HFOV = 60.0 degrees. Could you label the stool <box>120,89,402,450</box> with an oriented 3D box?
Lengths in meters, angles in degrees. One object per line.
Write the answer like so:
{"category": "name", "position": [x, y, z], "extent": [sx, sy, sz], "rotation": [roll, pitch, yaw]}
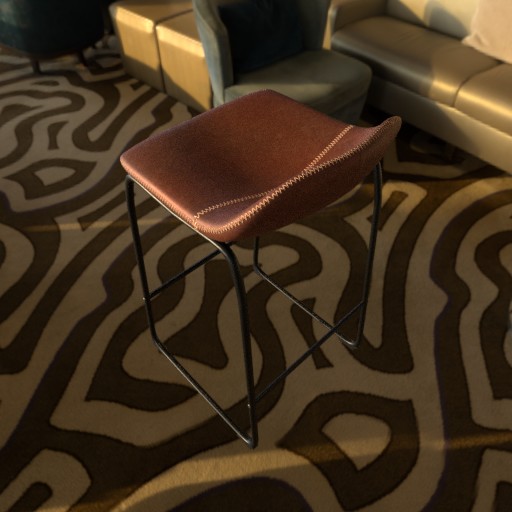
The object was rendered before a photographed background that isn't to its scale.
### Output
{"category": "stool", "position": [0.000, 0.000, 1.083], "extent": [0.454, 0.830, 0.473], "rotation": [-35, 56, -28]}
